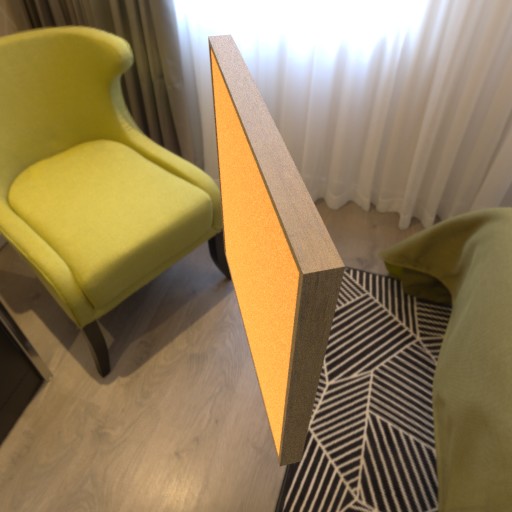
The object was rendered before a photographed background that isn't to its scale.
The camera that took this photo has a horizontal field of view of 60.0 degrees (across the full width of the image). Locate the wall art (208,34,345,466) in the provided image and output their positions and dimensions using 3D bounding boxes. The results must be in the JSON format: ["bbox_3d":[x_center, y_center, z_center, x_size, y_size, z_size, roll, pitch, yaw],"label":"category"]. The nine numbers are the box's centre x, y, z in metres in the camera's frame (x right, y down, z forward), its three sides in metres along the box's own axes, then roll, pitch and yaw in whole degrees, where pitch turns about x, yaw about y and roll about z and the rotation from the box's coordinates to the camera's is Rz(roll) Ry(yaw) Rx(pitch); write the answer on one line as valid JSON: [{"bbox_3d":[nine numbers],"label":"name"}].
[{"bbox_3d":[0.000,0.000,0.731,0.037,0.507,0.507,-10,49,-9],"label":"wall art"}]
